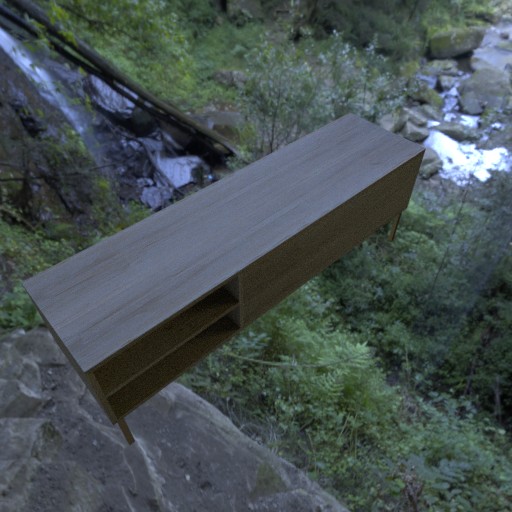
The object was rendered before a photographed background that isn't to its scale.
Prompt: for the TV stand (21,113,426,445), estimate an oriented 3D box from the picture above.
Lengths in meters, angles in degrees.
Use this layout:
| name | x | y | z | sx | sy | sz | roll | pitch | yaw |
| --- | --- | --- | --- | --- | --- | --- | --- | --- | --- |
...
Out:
| name | x | y | z | sx | sy | sz | roll | pitch | yaw |
| --- | --- | --- | --- | --- | --- | --- | --- | --- | --- |
| TV stand | 0.000 | 0.000 | 1.847 | 1.600 | 0.550 | 0.420 | -33 | 54 | -28 |
